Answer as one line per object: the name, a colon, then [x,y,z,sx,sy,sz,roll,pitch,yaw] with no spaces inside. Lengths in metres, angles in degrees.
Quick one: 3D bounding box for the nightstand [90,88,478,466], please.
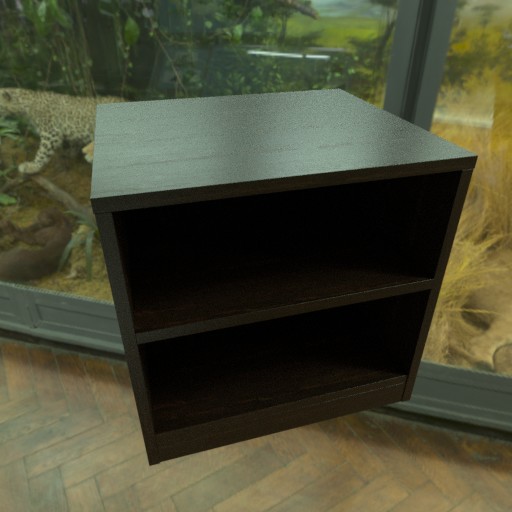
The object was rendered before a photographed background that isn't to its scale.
nightstand: [0.000,0.000,0.830,0.489,0.487,0.427,-9,33,-13]
